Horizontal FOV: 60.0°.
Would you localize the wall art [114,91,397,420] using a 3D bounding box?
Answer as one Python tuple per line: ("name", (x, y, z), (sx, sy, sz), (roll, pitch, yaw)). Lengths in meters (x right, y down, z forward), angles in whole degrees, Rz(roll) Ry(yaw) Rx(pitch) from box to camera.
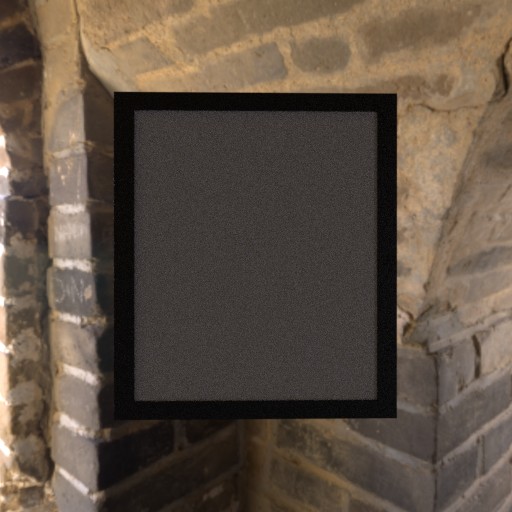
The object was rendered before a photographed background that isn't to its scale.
("wall art", (0.000, 0.000, 0.531), (0.330, 0.381, 0.029), (0, 0, -1))
